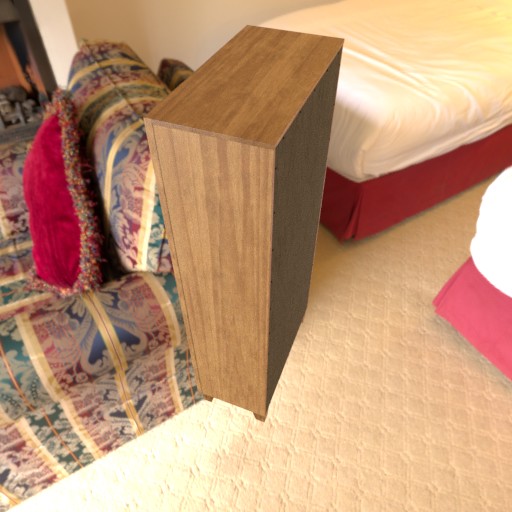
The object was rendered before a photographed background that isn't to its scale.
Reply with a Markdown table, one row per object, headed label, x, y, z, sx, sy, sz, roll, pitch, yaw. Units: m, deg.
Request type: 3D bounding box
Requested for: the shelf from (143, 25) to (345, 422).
| label | x | y | z | sx | sy | sz | roll | pitch | yaw |
| --- | --- | --- | --- | --- | --- | --- | --- | --- | --- |
| shelf | 0.000 | 0.000 | 2.309 | 0.453 | 1.930 | 0.864 | 16 | 48 | 15 |
